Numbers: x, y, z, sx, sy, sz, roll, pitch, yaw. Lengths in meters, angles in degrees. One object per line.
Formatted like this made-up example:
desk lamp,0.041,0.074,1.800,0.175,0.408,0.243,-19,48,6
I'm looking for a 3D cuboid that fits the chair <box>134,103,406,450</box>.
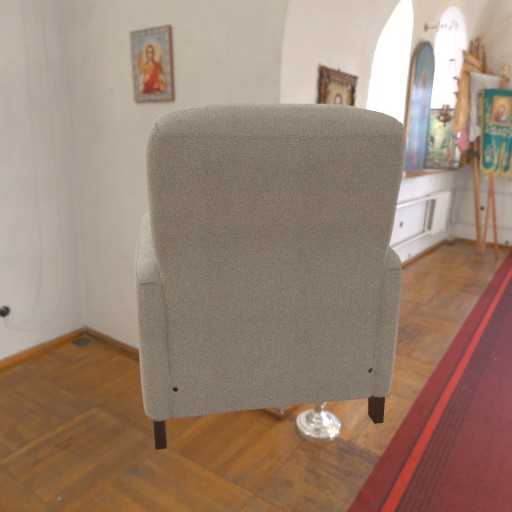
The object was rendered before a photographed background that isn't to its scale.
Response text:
chair,0.000,0.000,1.601,0.850,1.006,0.853,-3,16,-10
